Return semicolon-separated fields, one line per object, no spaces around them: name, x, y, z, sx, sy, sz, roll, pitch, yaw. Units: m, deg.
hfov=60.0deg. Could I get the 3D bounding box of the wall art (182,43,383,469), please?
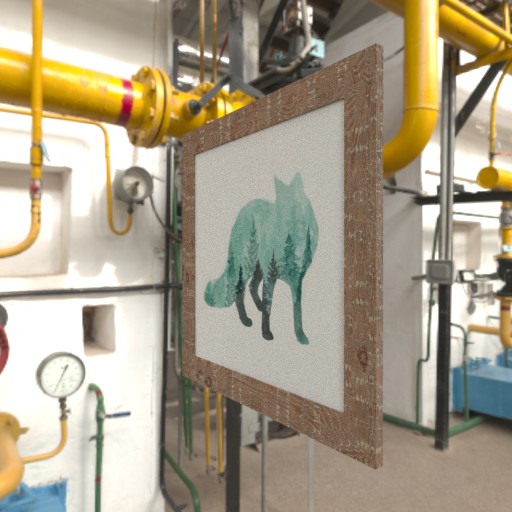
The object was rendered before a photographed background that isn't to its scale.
wall art;0.000;0.000;0.558;0.012;0.384;0.384;0;0;-36
